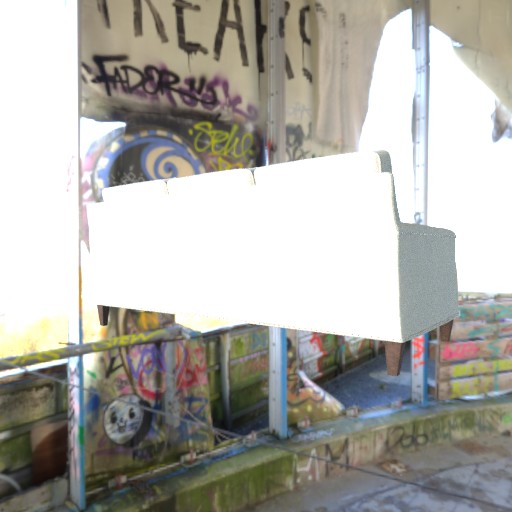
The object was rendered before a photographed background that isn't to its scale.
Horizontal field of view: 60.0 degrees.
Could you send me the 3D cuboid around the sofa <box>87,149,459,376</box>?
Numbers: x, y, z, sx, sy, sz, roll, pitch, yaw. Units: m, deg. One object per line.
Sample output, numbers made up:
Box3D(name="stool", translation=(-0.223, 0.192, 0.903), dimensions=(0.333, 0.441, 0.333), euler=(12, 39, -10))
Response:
Box3D(name="sofa", translation=(0.000, 0.000, 2.868), dimensions=(2.246, 1.003, 1.084), euler=(1, 1, 37))
